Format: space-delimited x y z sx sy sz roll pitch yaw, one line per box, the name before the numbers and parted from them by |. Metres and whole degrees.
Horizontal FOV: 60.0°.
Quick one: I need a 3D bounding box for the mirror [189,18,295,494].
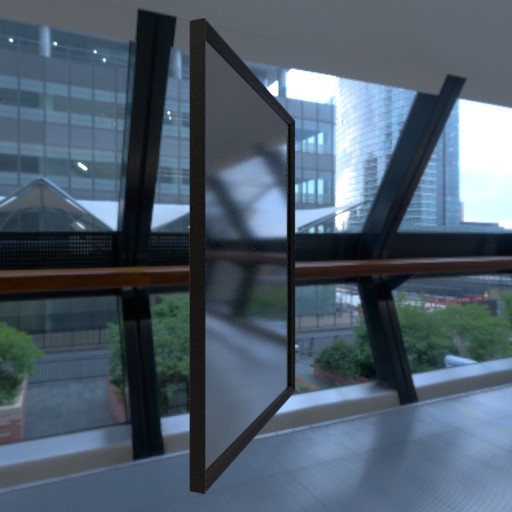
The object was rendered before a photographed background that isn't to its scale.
mirror | 0.000 0.000 1.309 0.041 1.016 0.762 0 0 20
